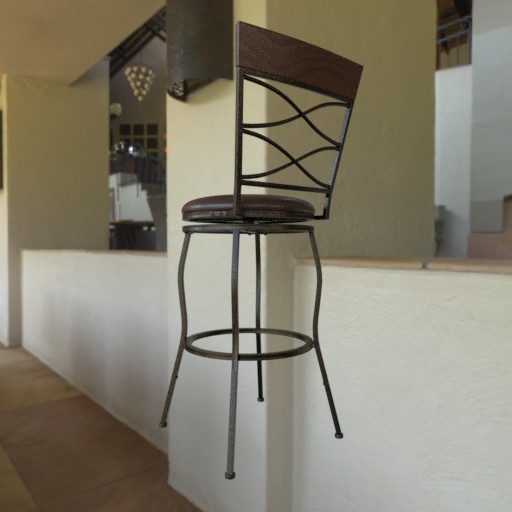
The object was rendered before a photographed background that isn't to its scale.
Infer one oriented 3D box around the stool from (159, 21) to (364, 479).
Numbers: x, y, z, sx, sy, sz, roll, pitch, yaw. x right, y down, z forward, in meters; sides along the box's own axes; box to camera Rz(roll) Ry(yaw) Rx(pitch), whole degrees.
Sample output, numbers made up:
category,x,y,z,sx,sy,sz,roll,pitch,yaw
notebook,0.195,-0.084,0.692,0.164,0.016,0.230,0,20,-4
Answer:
category,x,y,z,sx,sy,sz,roll,pitch,yaw
stool,0.000,0.000,1.382,0.448,1.130,0.513,-1,1,-36
